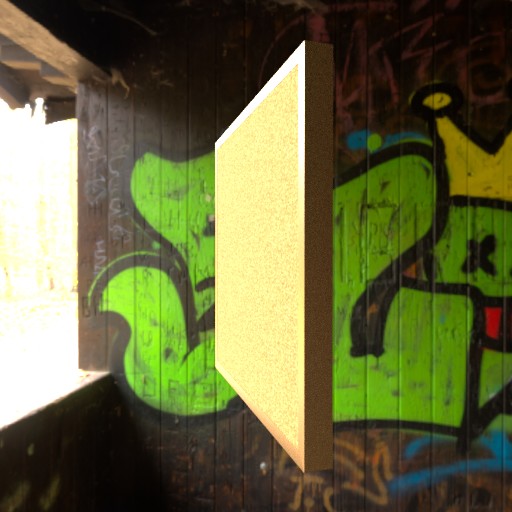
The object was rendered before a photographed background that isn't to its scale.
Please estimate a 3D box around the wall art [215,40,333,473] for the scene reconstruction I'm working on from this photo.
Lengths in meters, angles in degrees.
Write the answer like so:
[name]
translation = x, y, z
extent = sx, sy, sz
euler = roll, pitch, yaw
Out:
[wall art]
translation = 0.000, 0.000, 0.770
extent = 0.037, 0.509, 0.510
euler = 0, 0, -17
